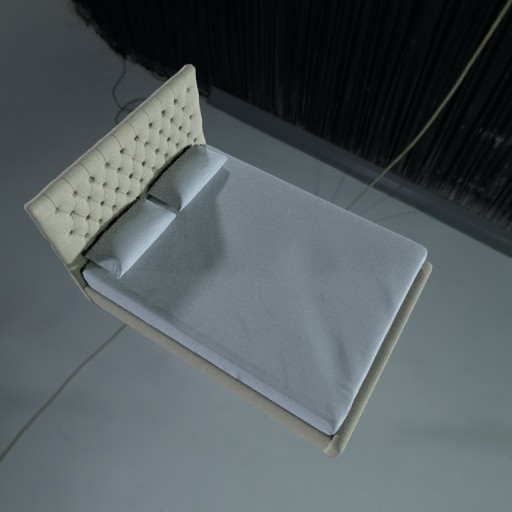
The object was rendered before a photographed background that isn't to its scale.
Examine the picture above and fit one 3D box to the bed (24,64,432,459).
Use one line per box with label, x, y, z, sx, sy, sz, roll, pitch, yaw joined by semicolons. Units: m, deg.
bed;0.000;0.000;3.352;2.387;1.427;1.698;28;62;16
